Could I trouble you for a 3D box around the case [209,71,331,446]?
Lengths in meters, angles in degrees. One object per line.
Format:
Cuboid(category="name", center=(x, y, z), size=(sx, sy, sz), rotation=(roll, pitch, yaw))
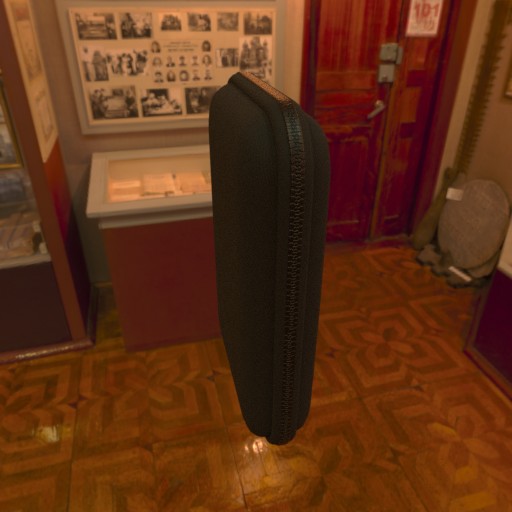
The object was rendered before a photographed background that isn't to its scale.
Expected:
Cuboid(category="case", center=(0.000, 0.000, 0.197), size=(0.030, 0.147, 0.107), rotation=(-7, 31, -11))
